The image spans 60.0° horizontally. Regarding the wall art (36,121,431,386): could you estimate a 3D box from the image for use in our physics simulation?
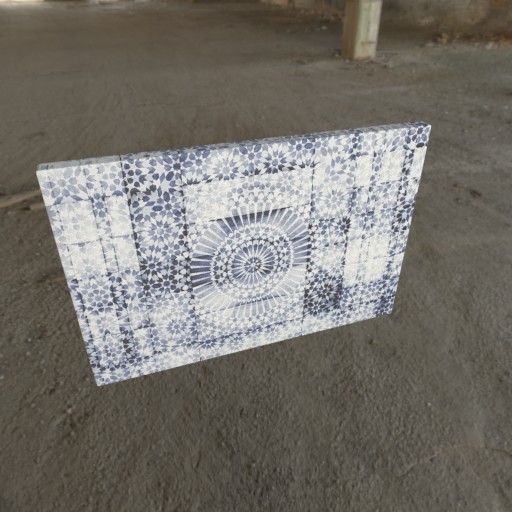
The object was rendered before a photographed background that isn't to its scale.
[{"bbox_3d":[0.000,0.000,0.773,0.608,0.406,0.030,-11,34,-16],"label":"wall art"}]
